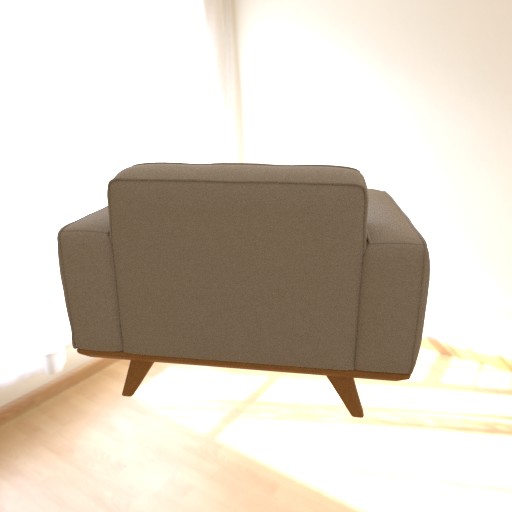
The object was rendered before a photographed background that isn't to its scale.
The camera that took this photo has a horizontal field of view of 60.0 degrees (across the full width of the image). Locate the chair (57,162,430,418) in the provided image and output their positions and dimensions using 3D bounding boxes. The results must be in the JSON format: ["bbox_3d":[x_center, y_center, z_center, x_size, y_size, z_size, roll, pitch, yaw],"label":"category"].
[{"bbox_3d":[0.000,0.000,1.725,1.115,0.779,0.953,3,18,8],"label":"chair"}]
